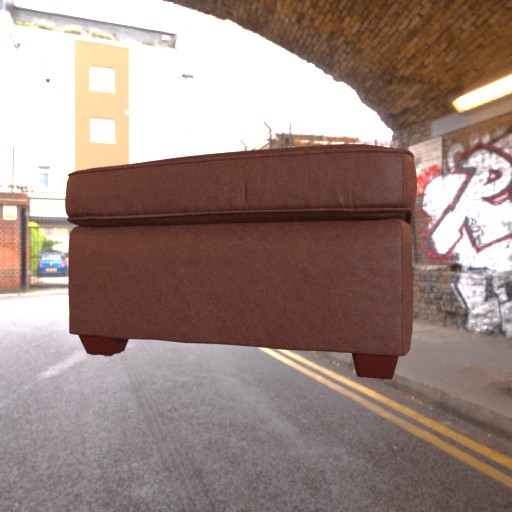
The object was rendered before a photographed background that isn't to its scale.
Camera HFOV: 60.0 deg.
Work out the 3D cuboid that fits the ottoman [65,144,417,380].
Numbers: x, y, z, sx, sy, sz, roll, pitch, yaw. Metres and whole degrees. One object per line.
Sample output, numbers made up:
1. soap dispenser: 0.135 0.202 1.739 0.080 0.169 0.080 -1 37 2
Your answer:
1. ottoman: 0.000 0.000 1.105 0.749 0.449 0.548 0 0 18
